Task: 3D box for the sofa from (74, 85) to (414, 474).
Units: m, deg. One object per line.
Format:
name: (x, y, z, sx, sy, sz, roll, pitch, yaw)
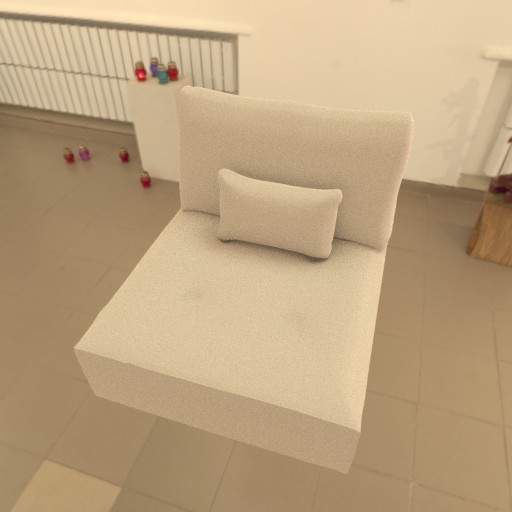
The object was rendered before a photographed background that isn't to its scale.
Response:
sofa: (0.000, 0.000, 1.614, 0.935, 0.828, 1.000, 12, 43, 13)
